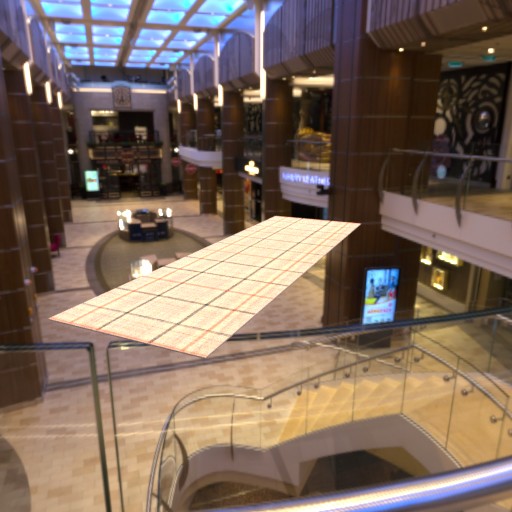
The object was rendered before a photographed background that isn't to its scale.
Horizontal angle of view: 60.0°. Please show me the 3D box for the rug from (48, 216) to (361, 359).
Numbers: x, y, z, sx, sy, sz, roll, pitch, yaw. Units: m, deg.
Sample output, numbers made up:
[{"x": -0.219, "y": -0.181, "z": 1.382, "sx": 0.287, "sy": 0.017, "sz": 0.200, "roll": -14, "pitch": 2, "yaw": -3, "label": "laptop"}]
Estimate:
[{"x": 0.000, "y": 0.000, "z": 2.747, "sx": 0.762, "sy": 0.008, "sz": 2.439, "roll": 7, "pitch": 18, "yaw": 24, "label": "rug"}]
